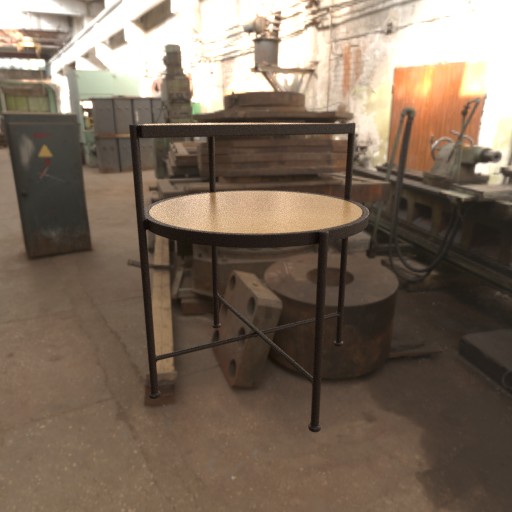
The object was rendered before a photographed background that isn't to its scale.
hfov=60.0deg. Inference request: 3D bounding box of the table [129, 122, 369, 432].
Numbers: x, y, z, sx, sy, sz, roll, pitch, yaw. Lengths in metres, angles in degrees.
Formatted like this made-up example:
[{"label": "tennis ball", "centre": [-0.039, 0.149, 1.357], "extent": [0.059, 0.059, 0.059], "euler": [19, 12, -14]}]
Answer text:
[{"label": "table", "centre": [0.000, 0.000, 1.196], "extent": [0.629, 0.684, 0.628], "euler": [-9, 19, -26]}]
